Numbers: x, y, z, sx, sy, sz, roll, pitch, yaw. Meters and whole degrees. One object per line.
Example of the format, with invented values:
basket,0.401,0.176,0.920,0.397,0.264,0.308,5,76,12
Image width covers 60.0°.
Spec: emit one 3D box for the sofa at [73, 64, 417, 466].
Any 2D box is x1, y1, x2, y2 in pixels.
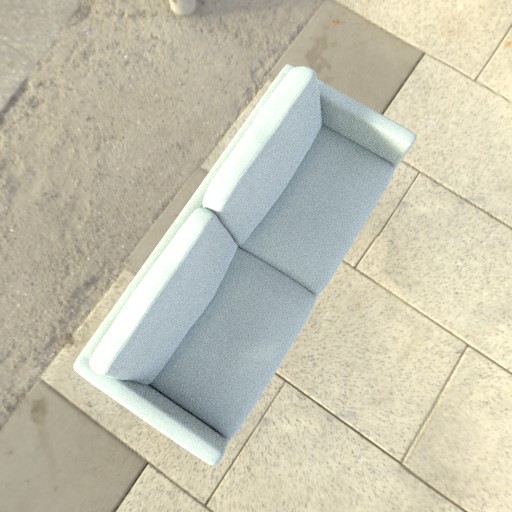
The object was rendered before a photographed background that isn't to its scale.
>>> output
sofa,0.000,0.000,2.750,0.951,0.965,2.208,32,79,7
